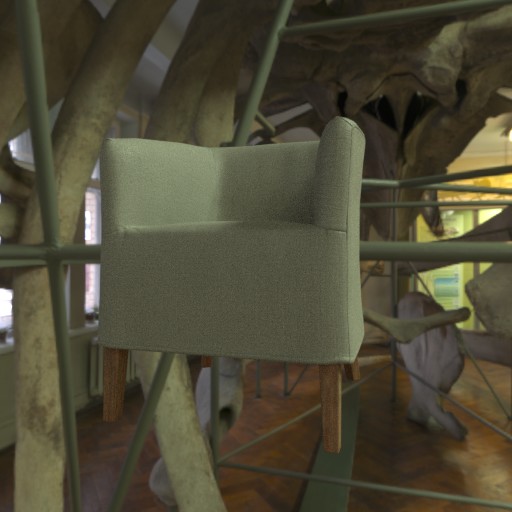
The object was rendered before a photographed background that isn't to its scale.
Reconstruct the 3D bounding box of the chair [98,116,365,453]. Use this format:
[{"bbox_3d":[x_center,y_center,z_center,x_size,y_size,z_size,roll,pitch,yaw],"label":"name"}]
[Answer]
[{"bbox_3d":[0.000,0.000,1.254,0.600,0.771,0.668,0,0,18],"label":"chair"}]
